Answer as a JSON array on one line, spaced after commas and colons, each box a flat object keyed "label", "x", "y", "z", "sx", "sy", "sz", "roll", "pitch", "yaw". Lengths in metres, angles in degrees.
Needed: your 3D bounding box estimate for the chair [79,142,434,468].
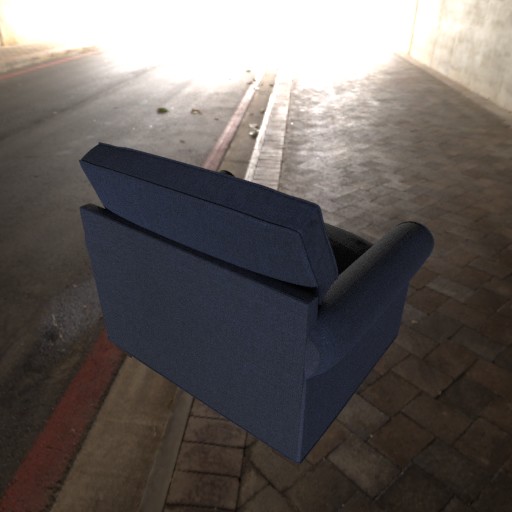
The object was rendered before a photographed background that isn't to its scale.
[{"label": "chair", "x": 0.000, "y": 0.000, "z": 1.994, "sx": 1.285, "sy": 1.044, "sz": 0.963, "roll": 21, "pitch": 36, "yaw": 32}]
